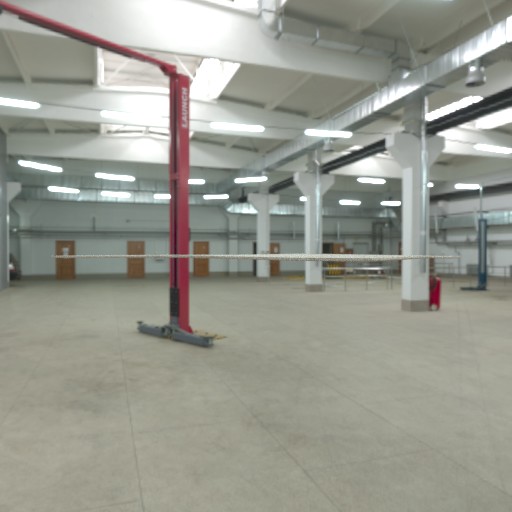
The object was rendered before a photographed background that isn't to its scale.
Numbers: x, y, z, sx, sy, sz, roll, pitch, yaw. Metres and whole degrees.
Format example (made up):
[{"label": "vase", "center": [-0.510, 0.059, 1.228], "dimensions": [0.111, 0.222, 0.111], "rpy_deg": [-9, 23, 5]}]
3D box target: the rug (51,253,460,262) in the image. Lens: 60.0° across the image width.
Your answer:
[{"label": "rug", "center": [0.000, 0.000, 2.998], "dimensions": [2.264, 0.030, 1.624], "rpy_deg": [0, 1, 36]}]
